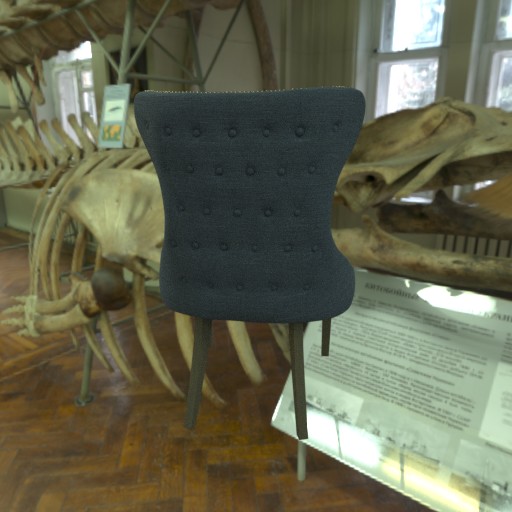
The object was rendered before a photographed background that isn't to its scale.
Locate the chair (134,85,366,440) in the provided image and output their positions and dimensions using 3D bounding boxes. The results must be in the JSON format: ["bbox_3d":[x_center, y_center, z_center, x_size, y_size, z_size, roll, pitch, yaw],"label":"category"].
[{"bbox_3d":[0.000,0.000,1.406,0.628,0.967,0.635,2,16,8],"label":"chair"}]
